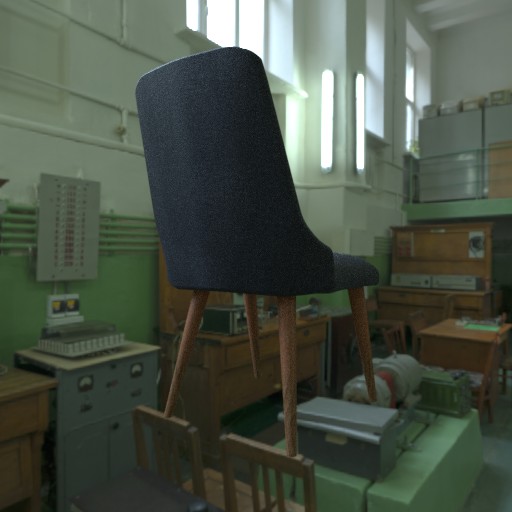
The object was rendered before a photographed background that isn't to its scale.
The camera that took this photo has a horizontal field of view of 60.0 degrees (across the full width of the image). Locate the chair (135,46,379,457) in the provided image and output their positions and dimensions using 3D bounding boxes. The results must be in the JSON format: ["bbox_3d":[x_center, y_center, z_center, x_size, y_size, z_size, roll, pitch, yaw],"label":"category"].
[{"bbox_3d":[0.000,0.000,1.144,0.504,0.820,0.567,1,1,35],"label":"chair"}]
